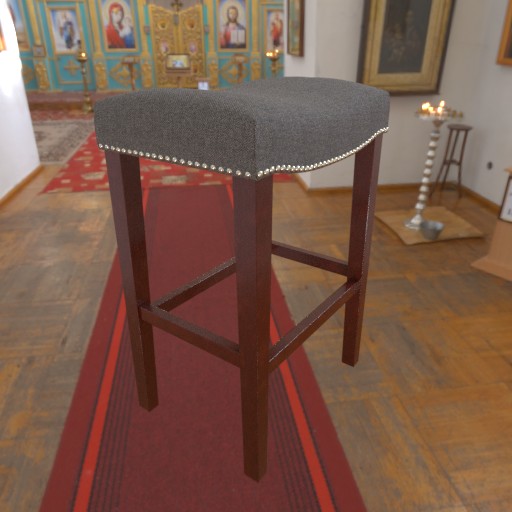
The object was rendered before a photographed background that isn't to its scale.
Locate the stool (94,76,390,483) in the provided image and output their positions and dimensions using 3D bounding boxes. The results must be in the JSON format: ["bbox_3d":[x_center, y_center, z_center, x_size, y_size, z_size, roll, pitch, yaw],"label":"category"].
[{"bbox_3d":[0.000,0.000,1.013,0.372,0.742,0.504,17,30,32],"label":"stool"}]
